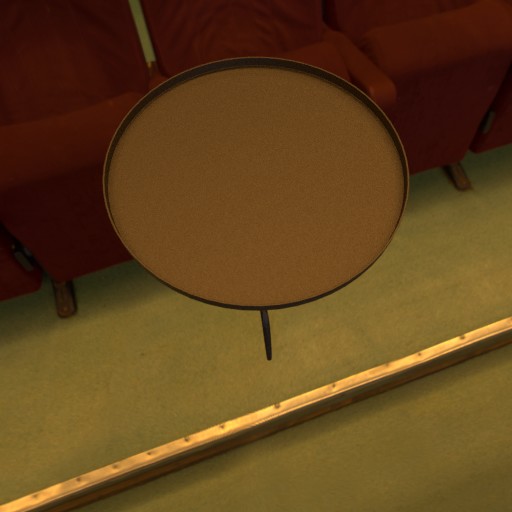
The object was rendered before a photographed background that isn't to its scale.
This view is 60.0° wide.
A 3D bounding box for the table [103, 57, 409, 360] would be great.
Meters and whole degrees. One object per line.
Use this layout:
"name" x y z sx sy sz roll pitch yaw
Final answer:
"table" 0.000 0.000 1.047 0.502 0.700 0.502 -18 65 -9
